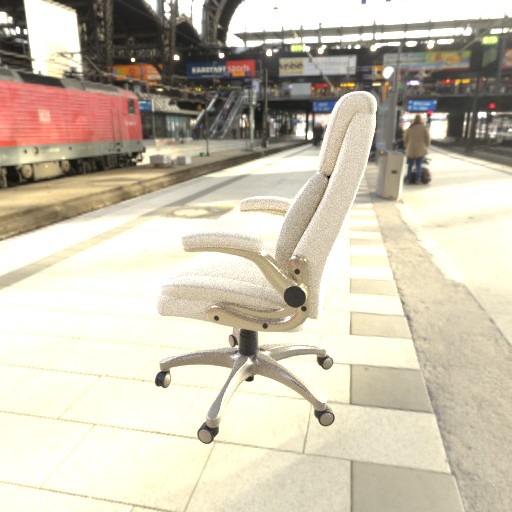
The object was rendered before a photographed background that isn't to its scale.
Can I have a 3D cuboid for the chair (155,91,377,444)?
[{"bbox_3d":[0.000,0.000,1.635,0.794,1.110,0.740,3,16,9],"label":"chair"}]
